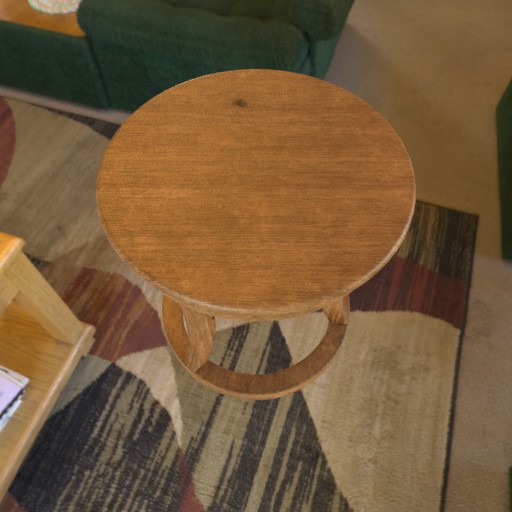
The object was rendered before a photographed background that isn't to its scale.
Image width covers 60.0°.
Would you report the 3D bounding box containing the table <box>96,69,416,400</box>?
[{"bbox_3d":[0.000,0.000,0.796,0.432,0.460,0.432,0,58,0],"label":"table"}]
